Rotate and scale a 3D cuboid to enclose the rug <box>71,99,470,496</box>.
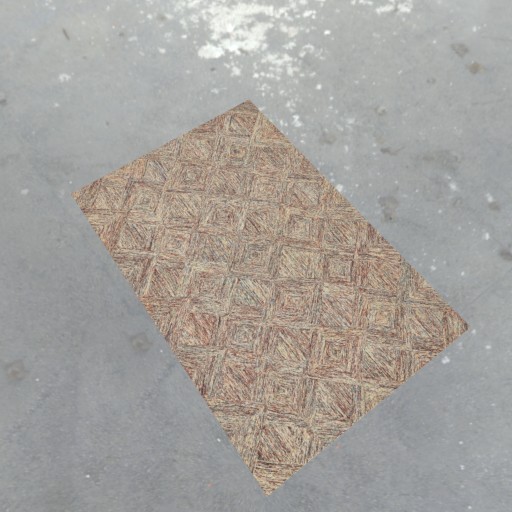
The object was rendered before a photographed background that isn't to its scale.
[{"bbox_3d":[0.000,0.000,2.870,1.523,0.019,2.285,-33,68,-15],"label":"rug"}]
